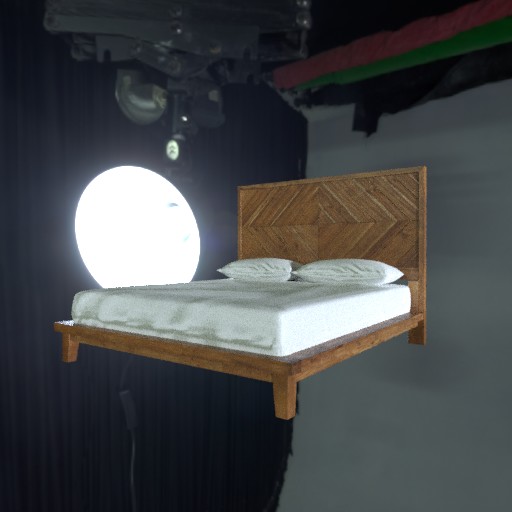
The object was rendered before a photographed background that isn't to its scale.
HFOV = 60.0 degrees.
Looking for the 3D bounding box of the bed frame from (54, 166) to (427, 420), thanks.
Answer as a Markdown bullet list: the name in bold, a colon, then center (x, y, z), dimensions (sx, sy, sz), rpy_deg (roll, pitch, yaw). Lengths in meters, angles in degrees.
- **bed frame**: center (0.000, 0.000, 3.545), dimensions (2.038, 1.537, 2.235), rpy_deg (0, 1, 36)
